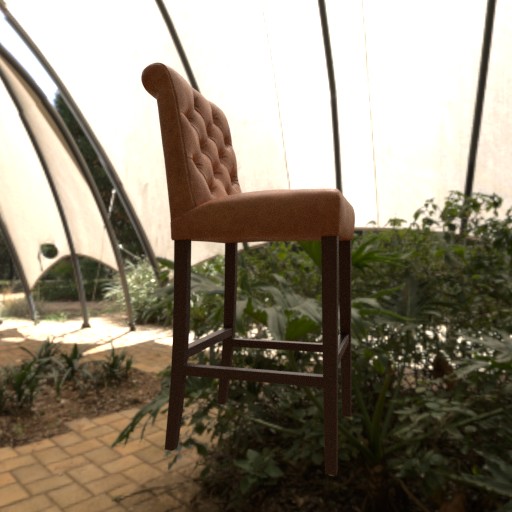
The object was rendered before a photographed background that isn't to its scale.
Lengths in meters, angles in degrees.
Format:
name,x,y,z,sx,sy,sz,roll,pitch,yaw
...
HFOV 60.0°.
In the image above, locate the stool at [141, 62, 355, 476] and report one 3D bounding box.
name,x,y,z,sx,sy,sz,roll,pitch,yaw
stool,0.000,0.000,1.441,0.601,1.140,0.493,0,0,17
